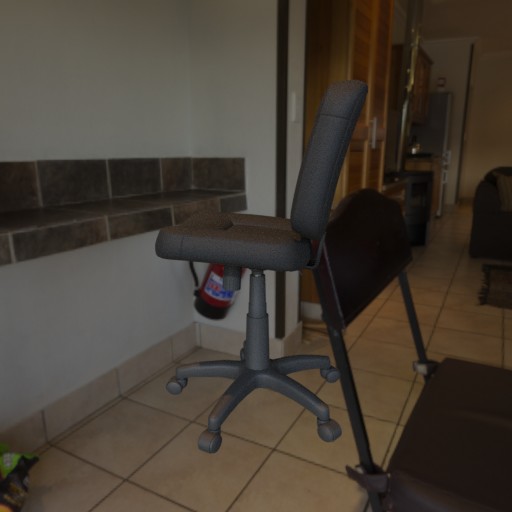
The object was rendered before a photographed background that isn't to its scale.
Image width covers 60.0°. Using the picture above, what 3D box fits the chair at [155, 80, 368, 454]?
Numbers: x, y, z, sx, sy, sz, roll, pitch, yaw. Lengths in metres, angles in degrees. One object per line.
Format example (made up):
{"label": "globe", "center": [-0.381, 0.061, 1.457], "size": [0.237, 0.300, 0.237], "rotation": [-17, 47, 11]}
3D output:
{"label": "chair", "center": [0.000, 0.000, 1.350], "size": [0.610, 0.972, 0.610], "rotation": [2, 13, 9]}
